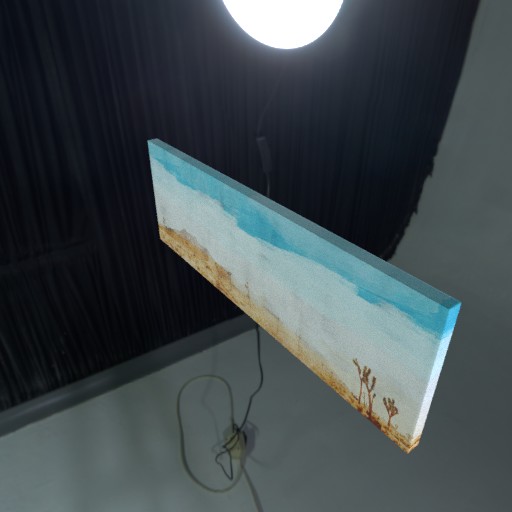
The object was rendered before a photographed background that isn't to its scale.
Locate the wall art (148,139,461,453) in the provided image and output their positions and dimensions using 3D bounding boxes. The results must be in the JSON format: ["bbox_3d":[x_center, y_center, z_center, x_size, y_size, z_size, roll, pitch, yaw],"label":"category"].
[{"bbox_3d":[0.000,0.000,0.816,0.044,0.254,0.759,-22,38,-31],"label":"wall art"}]
